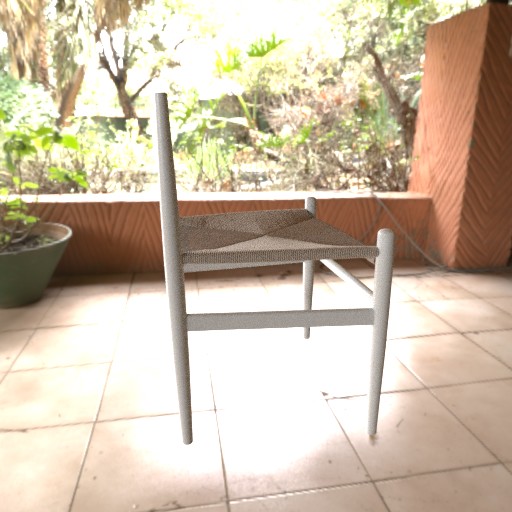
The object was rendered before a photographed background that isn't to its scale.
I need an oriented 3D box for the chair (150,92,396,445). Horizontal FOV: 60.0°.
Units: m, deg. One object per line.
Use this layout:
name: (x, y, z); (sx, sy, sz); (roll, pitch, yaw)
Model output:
chair: (0.000, 0.000, 1.160); (0.495, 0.762, 0.556); (-3, 15, -11)
